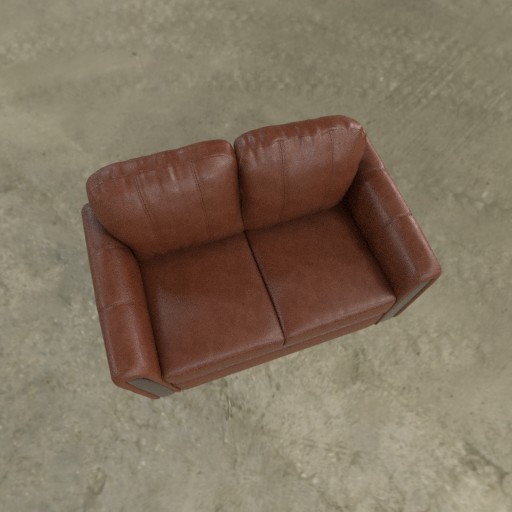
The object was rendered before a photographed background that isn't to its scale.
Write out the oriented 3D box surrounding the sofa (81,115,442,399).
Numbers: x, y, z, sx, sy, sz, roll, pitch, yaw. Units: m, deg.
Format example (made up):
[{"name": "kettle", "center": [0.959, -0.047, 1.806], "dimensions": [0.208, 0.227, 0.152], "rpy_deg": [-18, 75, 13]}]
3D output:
[{"name": "sofa", "center": [0.000, 0.000, 2.024], "dimensions": [1.406, 0.906, 0.805], "rpy_deg": [-17, 65, -8]}]
